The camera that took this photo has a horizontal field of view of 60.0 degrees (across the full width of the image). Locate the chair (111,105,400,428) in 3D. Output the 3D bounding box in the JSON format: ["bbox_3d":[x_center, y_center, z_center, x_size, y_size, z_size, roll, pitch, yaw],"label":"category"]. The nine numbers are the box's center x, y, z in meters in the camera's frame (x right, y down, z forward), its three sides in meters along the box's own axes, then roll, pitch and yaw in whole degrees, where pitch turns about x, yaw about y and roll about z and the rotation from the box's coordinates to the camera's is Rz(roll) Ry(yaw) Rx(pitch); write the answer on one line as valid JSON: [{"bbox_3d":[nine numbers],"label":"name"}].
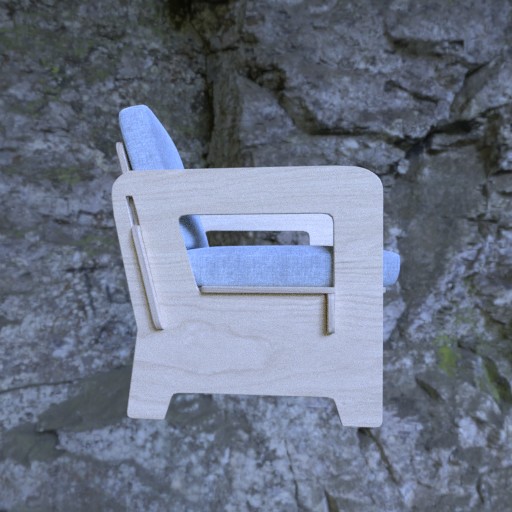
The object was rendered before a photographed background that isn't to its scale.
[{"bbox_3d":[0.000,0.000,1.301,0.710,0.800,0.590,0,-1,1],"label":"chair"}]
